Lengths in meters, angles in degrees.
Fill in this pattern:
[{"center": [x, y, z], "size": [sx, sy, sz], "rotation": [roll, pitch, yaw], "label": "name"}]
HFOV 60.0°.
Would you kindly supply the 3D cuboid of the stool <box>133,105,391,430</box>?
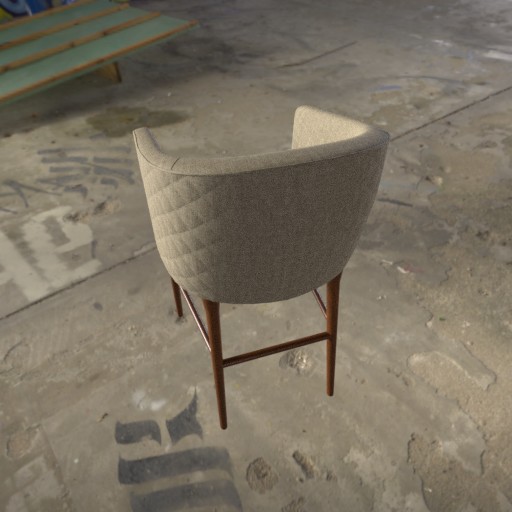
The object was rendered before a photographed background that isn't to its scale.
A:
[{"center": [0.000, 0.000, 1.321], "size": [0.559, 0.952, 0.635], "rotation": [-12, 42, -14], "label": "stool"}]
